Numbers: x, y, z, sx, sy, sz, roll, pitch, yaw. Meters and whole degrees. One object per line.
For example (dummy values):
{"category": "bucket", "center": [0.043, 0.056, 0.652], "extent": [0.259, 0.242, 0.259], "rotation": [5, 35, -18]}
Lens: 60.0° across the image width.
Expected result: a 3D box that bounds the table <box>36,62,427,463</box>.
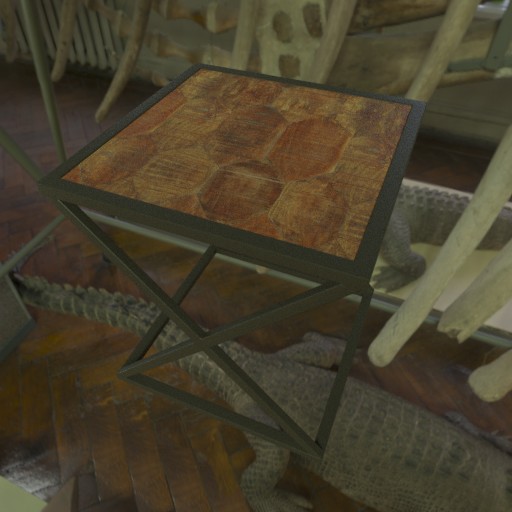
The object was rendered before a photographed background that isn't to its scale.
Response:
{"category": "table", "center": [0.000, 0.000, 0.949], "extent": [0.500, 0.565, 0.500], "rotation": [17, 47, 16]}
